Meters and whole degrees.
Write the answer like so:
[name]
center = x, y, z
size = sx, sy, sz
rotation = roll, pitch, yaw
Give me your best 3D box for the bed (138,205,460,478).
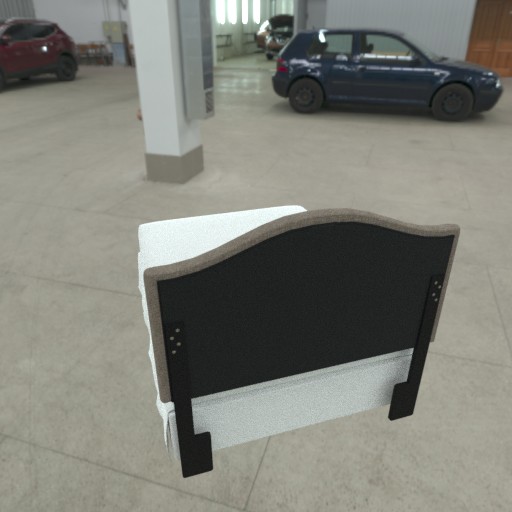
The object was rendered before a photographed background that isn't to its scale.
[bed]
center = 0.000, 0.000, 3.264
size = 1.713, 1.518, 2.153
rotation = -9, 29, -15
